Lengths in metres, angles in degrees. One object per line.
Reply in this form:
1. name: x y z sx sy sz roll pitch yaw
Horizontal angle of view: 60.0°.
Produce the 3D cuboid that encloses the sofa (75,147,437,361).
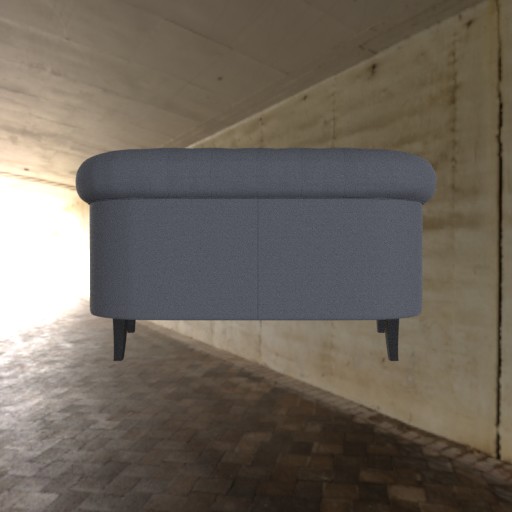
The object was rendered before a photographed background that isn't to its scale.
1. sofa: 0.000 0.000 2.014 1.558 0.827 0.835 0 0 0
